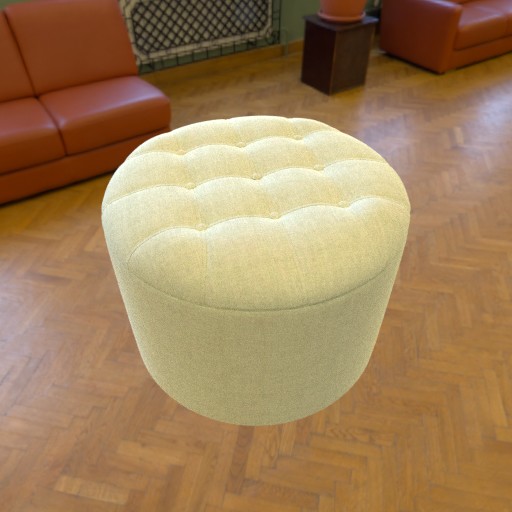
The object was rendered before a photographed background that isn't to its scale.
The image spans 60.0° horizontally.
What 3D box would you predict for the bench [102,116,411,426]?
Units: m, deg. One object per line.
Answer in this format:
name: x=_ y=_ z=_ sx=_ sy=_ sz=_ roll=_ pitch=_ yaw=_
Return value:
bench: x=0.000 y=0.000 z=0.997 sx=0.600 sy=0.453 sz=0.600 roll=0 pitch=43 yaw=0
